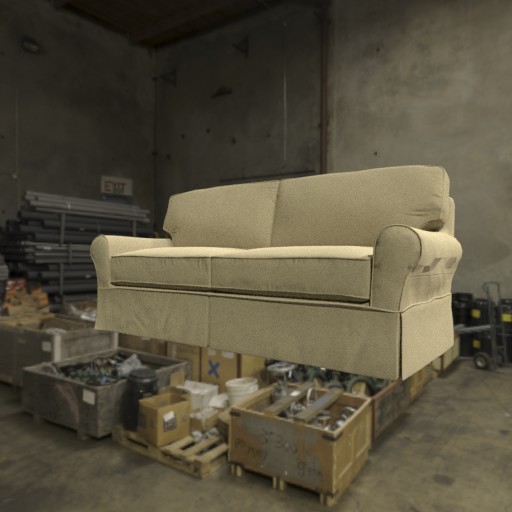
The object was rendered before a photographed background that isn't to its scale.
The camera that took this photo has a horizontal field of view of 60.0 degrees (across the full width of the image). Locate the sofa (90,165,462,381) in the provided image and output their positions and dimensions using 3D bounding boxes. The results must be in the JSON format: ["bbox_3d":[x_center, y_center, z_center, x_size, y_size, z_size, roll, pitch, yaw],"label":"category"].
[{"bbox_3d":[0.000,0.000,2.744,2.246,1.014,0.900,0,1,36],"label":"sofa"}]
